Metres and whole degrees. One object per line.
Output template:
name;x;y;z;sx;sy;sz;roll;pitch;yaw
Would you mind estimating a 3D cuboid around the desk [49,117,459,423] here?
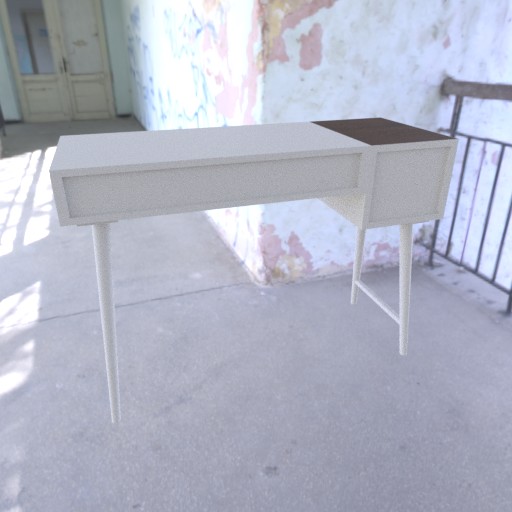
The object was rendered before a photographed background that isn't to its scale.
desk;0.000;0.000;1.440;1.069;0.761;0.409;-8;27;-16
